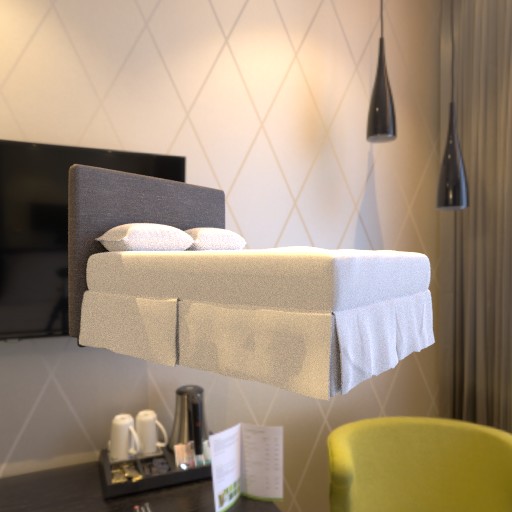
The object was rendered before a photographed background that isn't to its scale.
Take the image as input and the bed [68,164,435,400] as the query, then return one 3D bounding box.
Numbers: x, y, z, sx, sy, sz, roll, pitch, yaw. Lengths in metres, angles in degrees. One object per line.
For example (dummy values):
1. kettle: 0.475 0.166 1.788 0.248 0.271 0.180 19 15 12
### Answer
1. bed: 0.000 0.000 3.248 2.142 1.330 1.723 0 0 36
